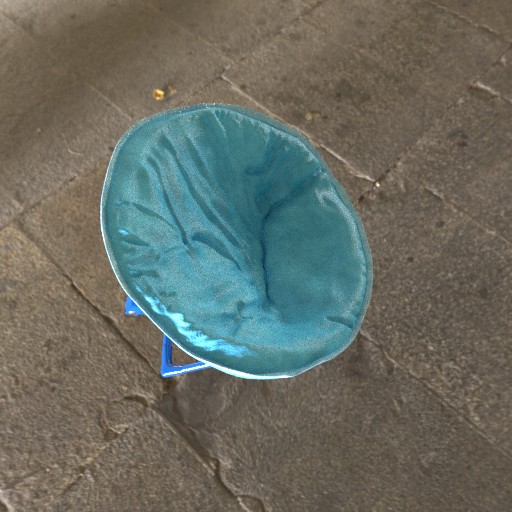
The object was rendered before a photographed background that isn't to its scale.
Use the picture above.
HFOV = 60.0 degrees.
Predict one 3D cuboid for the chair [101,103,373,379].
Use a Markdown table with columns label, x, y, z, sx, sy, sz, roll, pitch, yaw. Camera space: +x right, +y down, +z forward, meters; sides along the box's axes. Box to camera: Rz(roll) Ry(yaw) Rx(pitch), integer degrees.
| label | x | y | z | sx | sy | sz | roll | pitch | yaw |
| --- | --- | --- | --- | --- | --- | --- | --- | --- | --- |
| chair | 0.000 | 0.000 | 0.873 | 0.465 | 0.478 | 0.520 | -2 | 63 | -1 |
